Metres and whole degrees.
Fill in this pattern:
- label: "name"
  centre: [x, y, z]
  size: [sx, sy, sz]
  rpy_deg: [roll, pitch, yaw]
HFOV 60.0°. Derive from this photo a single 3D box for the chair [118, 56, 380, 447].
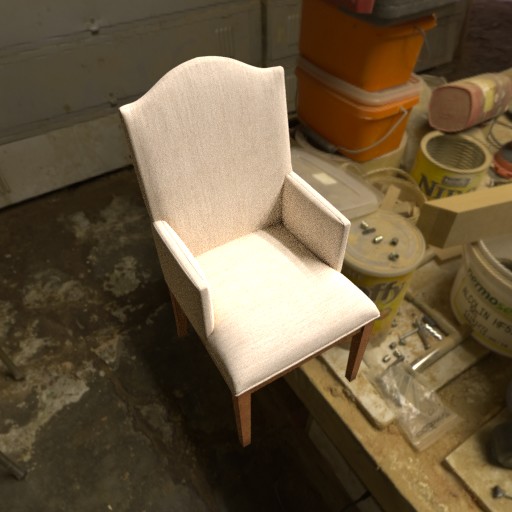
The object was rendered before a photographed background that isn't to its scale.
- label: "chair"
  centre: [0.000, 0.000, 1.385]
  size: [0.533, 1.016, 0.641]
  rpy_deg: [-24, 50, -21]
